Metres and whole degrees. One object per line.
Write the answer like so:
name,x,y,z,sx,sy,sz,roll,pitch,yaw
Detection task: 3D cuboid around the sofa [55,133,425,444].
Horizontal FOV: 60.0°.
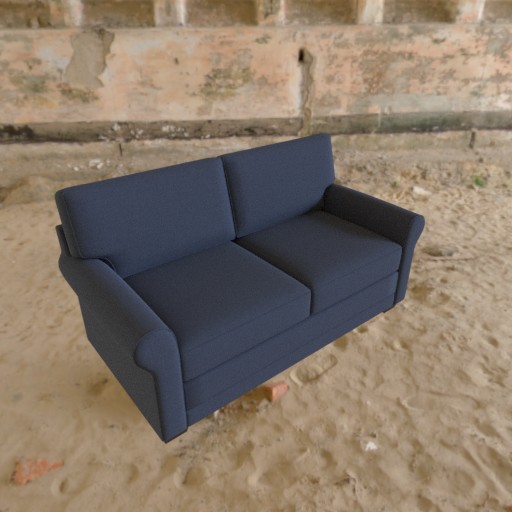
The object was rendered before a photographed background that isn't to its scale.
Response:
sofa,0.000,0.000,2.537,1.930,1.020,0.940,-21,35,-33
